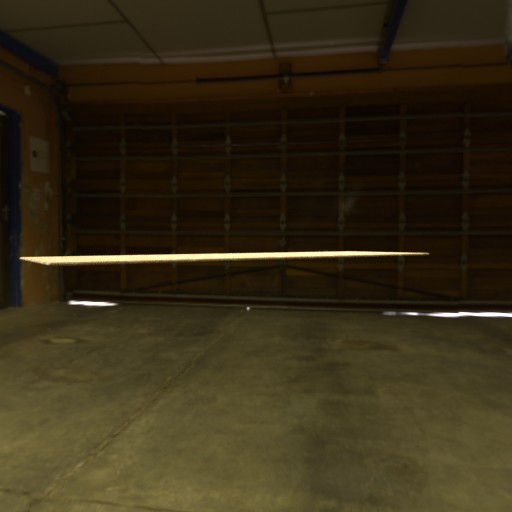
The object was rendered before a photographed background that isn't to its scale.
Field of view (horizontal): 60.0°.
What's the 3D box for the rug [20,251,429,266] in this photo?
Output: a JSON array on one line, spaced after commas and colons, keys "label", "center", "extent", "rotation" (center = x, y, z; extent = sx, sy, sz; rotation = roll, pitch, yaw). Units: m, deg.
[{"label": "rug", "center": [0.000, 0.000, 2.507], "extent": [2.289, 0.013, 0.691], "rotation": [-1, 2, -36]}]
